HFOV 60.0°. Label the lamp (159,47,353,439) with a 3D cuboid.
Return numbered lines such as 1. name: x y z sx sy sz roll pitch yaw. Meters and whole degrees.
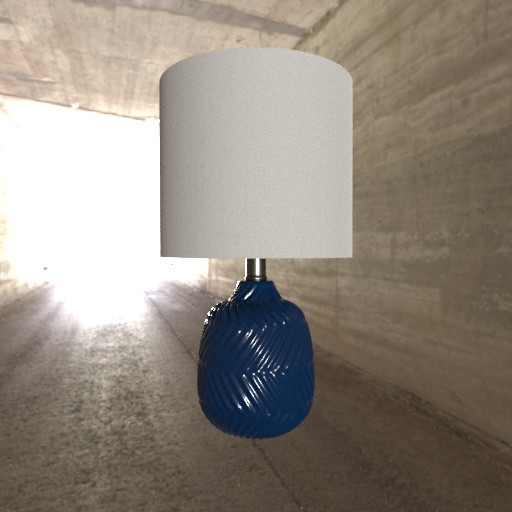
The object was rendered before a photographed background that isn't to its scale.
1. lamp: 0.000 0.000 0.478 0.203 0.368 0.203 0 1 36
